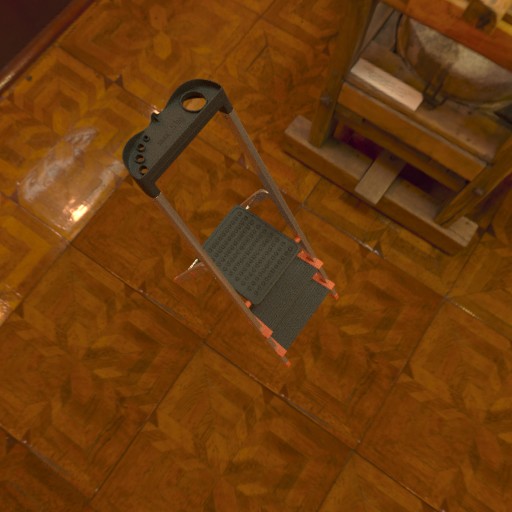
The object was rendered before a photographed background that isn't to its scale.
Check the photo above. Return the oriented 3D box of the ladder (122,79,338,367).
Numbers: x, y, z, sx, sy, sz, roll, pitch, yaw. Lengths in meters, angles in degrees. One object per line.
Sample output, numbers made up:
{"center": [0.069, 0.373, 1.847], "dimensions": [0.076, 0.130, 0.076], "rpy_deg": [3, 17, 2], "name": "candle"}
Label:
{"center": [0.000, 0.000, 1.544], "dimensions": [0.686, 1.229, 0.416], "rpy_deg": [36, 78, 9], "name": "ladder"}
